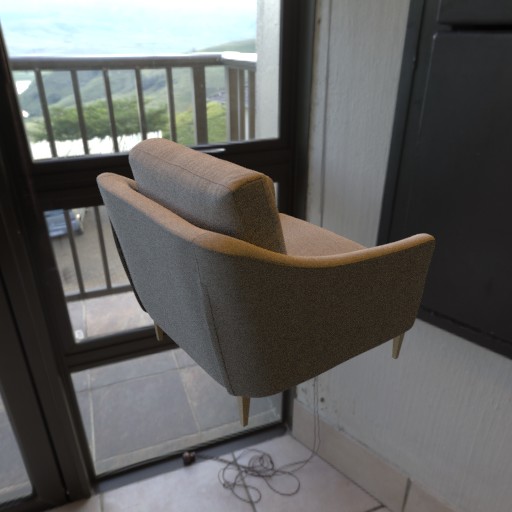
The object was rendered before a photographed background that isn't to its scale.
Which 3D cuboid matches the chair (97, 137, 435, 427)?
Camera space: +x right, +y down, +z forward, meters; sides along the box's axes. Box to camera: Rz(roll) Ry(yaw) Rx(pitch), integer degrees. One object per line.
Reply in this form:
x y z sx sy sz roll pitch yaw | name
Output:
0.000 0.000 1.764 0.961 0.902 0.986 -20 33 -34 | chair
